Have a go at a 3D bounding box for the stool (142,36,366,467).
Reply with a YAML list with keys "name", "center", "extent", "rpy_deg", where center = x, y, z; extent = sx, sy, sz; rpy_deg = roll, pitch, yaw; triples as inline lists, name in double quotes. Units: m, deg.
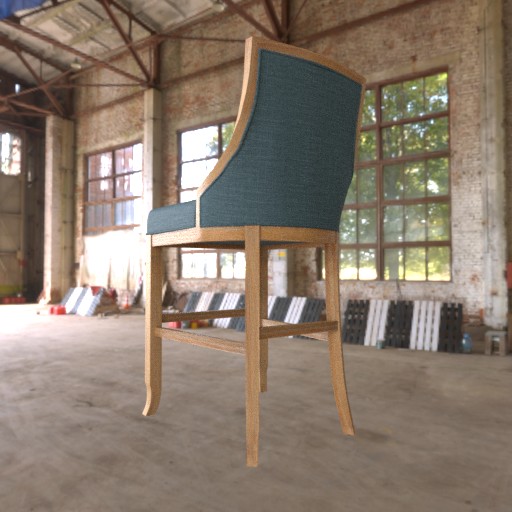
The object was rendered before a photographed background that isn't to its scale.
- name: "stool"
  center: [0.000, 0.000, 1.460]
  extent: [0.524, 1.101, 0.626]
  rpy_deg: [1, -2, -36]
